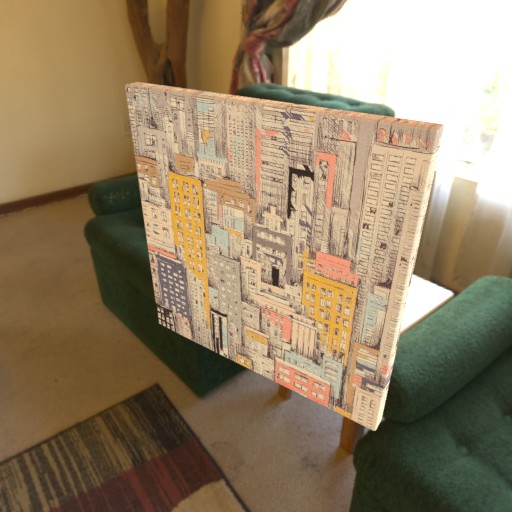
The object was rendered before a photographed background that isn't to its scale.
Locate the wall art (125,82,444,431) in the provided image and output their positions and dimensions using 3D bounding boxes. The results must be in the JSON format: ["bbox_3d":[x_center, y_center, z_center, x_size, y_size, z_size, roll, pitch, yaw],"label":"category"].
[{"bbox_3d":[0.000,0.000,0.900,0.607,0.608,0.038,19,36,29],"label":"wall art"}]
